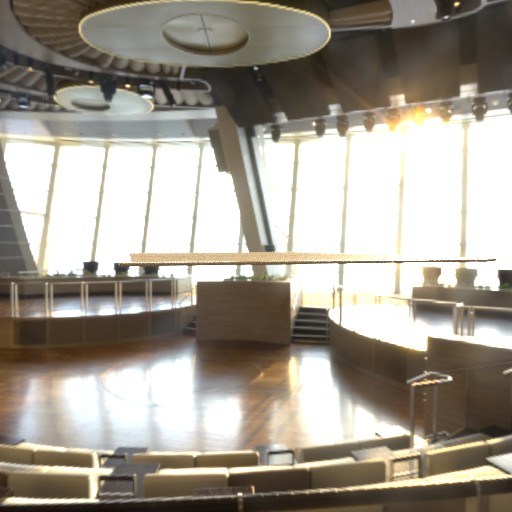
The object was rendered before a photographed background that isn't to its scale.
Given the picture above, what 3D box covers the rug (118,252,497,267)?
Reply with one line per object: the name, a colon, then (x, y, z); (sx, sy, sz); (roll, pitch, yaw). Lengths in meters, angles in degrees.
rug: (0.000, 0.000, 4.711); (2.734, 0.037, 3.659); (0, 1, -16)
